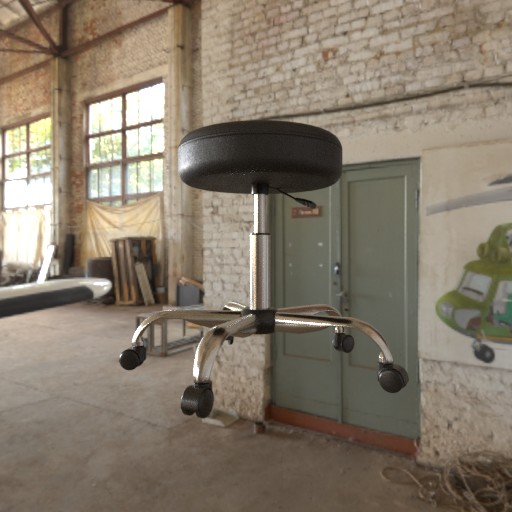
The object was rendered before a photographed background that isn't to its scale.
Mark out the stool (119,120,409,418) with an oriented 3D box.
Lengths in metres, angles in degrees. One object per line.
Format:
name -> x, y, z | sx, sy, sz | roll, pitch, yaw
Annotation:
stool -> 0.000, 0.000, 1.146 | 0.673, 0.576, 0.638 | 0, 1, -19
